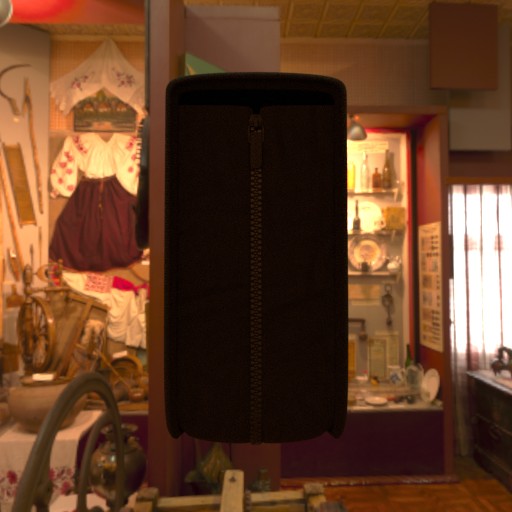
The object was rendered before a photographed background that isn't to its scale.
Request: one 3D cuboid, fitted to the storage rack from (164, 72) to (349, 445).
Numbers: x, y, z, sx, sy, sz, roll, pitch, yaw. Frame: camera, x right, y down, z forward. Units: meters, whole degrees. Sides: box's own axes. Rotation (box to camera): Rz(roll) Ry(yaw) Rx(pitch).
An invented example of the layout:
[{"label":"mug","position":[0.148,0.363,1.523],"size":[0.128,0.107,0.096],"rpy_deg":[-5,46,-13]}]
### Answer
[{"label":"storage rack","position":[0.000,0.000,0.540],"size":[0.168,0.387,0.297],"rpy_deg":[0,-2,0]}]
